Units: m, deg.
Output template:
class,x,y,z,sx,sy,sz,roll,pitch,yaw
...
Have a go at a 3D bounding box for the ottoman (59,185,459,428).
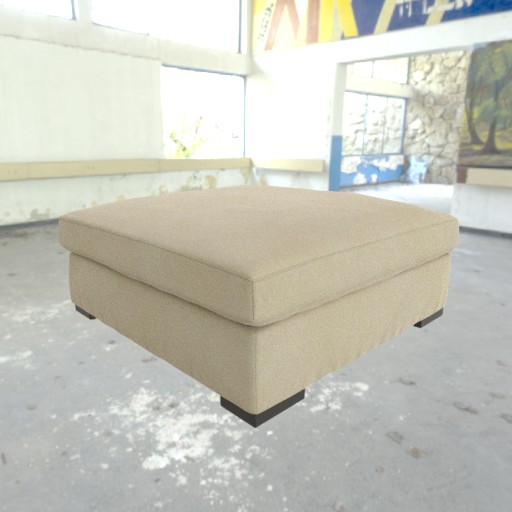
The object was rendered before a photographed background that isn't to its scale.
class,x,y,z,sx,sy,sz,roll,pitch,yaw
ottoman,0.000,0.000,1.856,1.190,0.522,1.205,-14,20,-42
